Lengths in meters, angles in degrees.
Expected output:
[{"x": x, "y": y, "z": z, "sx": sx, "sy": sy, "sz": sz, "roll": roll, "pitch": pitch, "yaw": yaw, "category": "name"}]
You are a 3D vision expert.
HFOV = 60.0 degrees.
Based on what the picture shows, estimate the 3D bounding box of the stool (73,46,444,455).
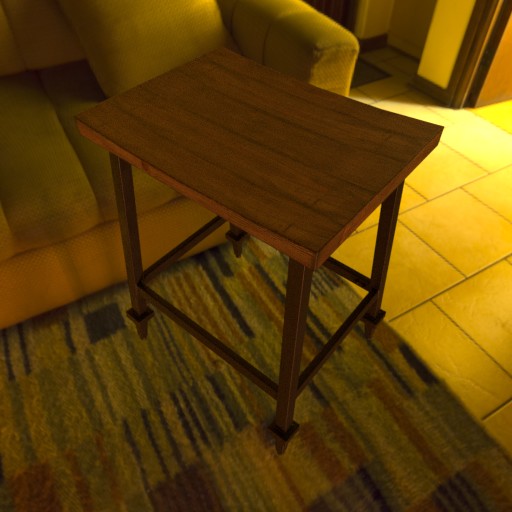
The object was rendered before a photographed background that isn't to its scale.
[{"x": 0.000, "y": 0.000, "z": 0.923, "sx": 0.486, "sy": 0.625, "sz": 0.405, "roll": 31, "pitch": 55, "yaw": 26, "category": "stool"}]
